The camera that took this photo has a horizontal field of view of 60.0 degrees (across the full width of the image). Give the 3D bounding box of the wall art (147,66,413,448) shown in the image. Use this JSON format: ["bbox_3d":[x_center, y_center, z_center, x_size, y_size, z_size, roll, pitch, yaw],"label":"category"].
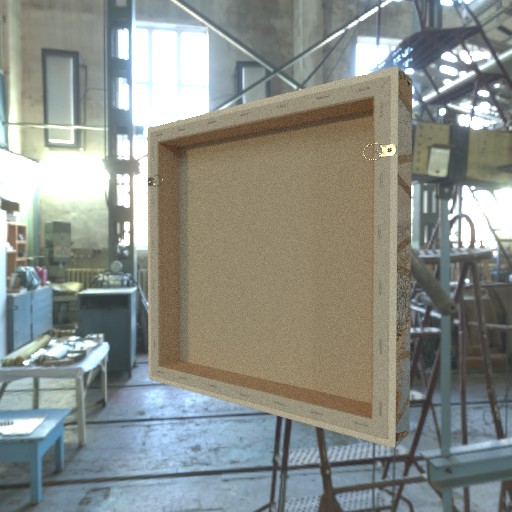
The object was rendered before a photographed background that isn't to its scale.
[{"bbox_3d":[0.000,0.000,0.453,0.303,0.304,0.036,1,2,37],"label":"wall art"}]
